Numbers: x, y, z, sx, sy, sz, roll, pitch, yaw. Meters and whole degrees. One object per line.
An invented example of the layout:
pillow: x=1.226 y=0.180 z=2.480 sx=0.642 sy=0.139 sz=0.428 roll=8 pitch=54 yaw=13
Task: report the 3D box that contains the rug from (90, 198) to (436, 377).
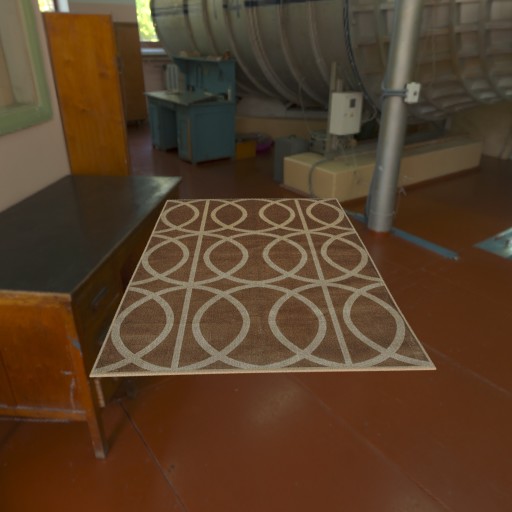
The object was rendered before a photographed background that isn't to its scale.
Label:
rug: x=0.000 y=0.000 z=2.953 sx=1.526 sy=0.014 sz=2.290 roll=-1 pitch=26 yaw=-2
